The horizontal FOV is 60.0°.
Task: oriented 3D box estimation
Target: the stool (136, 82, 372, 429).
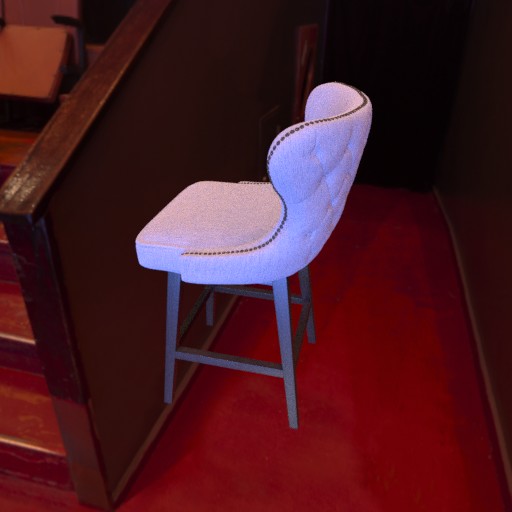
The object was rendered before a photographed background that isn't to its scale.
[{"bbox_3d":[0.000,0.000,1.394,0.597,0.972,0.615,7,31,12],"label":"stool"}]
